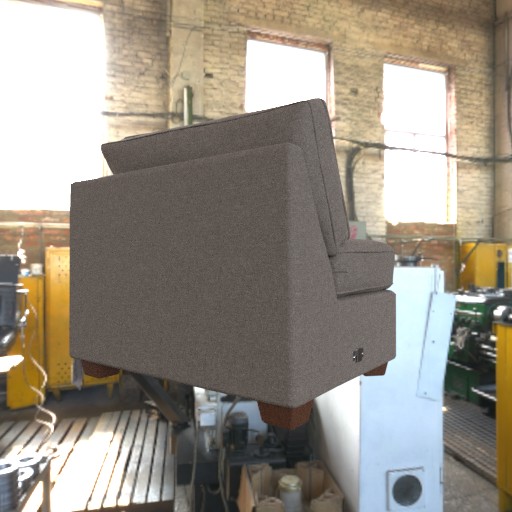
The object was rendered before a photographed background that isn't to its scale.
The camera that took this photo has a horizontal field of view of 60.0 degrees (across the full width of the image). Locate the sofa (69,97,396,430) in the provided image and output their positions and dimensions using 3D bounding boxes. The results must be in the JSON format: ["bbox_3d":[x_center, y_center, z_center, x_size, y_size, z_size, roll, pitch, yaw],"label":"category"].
[{"bbox_3d":[0.000,0.000,1.825,1.050,0.951,1.042,0,-1,37],"label":"sofa"}]
